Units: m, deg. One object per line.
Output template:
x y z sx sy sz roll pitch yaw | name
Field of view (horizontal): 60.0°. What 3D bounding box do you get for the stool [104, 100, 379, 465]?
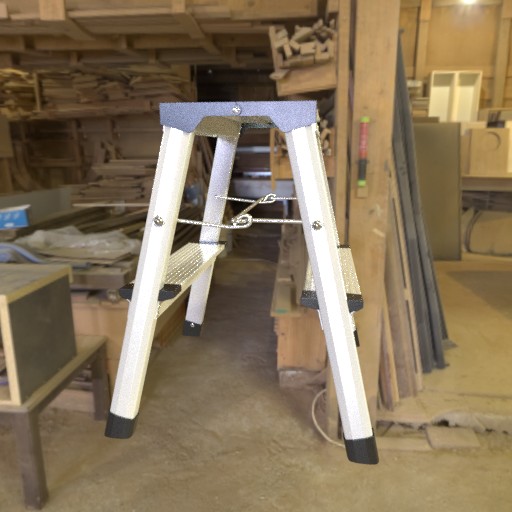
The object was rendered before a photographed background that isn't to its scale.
0.000 0.000 0.774 0.405 0.480 0.404 2 14 9 | stool
